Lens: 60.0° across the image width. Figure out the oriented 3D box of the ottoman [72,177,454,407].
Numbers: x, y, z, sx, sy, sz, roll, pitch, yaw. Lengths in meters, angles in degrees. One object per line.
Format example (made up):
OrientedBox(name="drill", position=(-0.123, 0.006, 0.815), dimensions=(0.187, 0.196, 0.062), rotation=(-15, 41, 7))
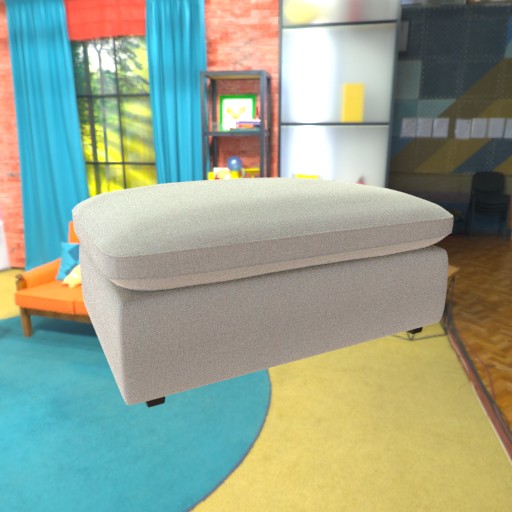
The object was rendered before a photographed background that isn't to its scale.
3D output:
OrientedBox(name="ottoman", position=(0.000, 0.000, 1.364), dimensions=(0.984, 0.453, 0.686), rotation=(-8, 17, -27))
